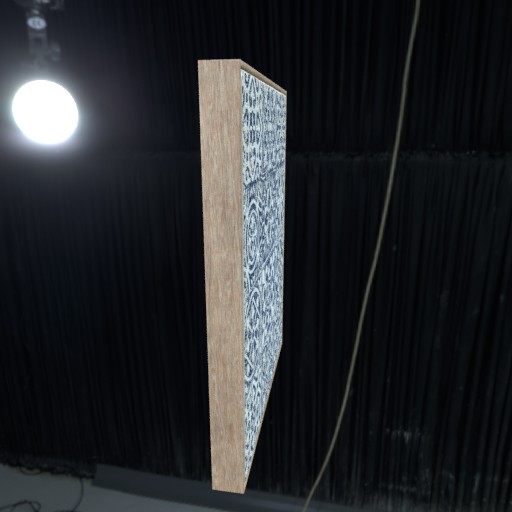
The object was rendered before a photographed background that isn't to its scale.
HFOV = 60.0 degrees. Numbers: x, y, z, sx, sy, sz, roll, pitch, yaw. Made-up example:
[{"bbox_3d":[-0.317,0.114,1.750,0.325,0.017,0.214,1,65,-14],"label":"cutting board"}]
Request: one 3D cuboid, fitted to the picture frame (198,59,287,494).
[{"bbox_3d":[0.000,0.000,0.713,0.043,0.526,0.424,3,16,10],"label":"picture frame"}]
